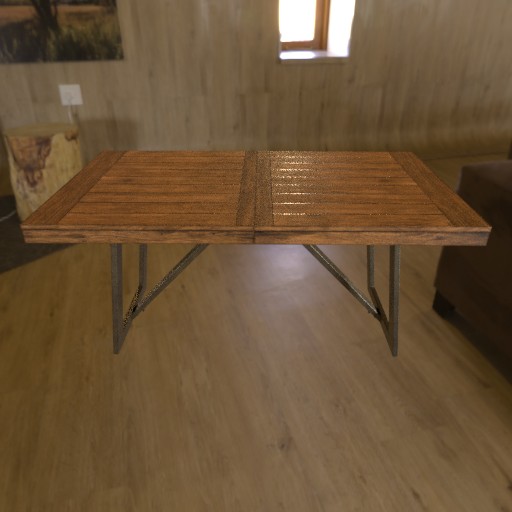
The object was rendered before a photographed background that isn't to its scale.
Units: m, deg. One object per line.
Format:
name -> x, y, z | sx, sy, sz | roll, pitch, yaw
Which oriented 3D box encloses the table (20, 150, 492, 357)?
table -> 0.000, 0.000, 2.132 | 1.641, 0.757, 0.931 | 0, 29, 1
